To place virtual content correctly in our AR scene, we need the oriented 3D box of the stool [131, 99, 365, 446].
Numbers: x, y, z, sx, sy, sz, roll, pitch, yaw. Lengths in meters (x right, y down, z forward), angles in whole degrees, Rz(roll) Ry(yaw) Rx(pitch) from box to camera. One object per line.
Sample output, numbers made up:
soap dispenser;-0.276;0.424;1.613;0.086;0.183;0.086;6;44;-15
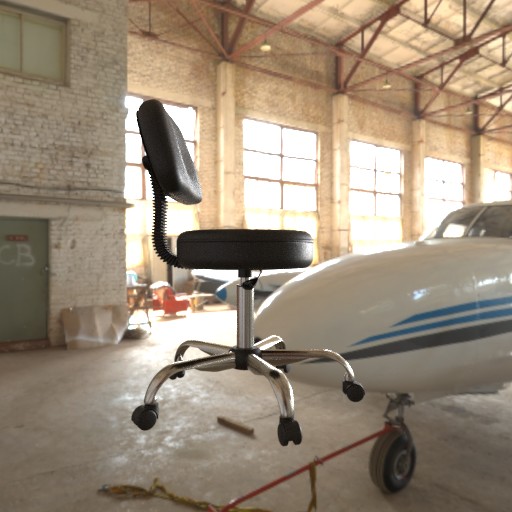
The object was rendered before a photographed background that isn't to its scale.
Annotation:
stool;0.000;0.000;1.323;0.648;0.862;0.673;0;1;1
